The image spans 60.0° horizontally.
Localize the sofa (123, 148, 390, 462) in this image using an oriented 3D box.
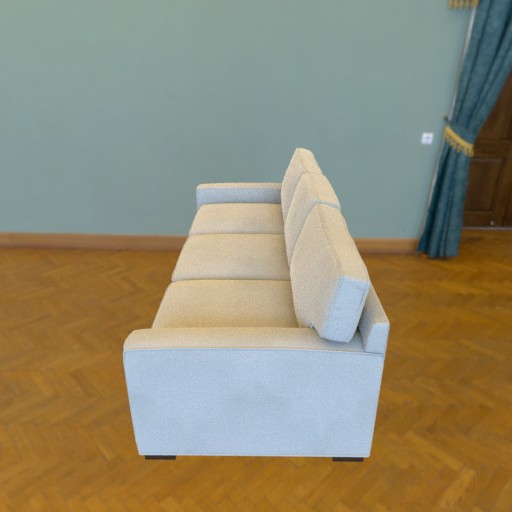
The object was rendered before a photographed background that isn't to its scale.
[{"bbox_3d":[0.000,0.000,2.537,0.935,0.862,2.088,0,25,1],"label":"sofa"}]
